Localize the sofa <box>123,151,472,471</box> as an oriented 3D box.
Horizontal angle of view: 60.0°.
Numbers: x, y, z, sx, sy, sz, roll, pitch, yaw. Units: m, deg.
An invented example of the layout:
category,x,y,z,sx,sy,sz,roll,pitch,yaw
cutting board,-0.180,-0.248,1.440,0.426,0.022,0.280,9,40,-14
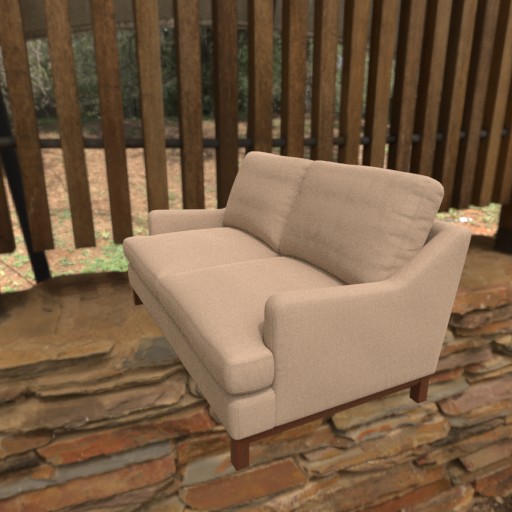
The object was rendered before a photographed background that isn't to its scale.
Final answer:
category,x,y,z,sx,sy,sz,roll,pitch,yaw
sofa,0.000,0.000,2.164,1.004,0.910,1.619,-8,19,-25
